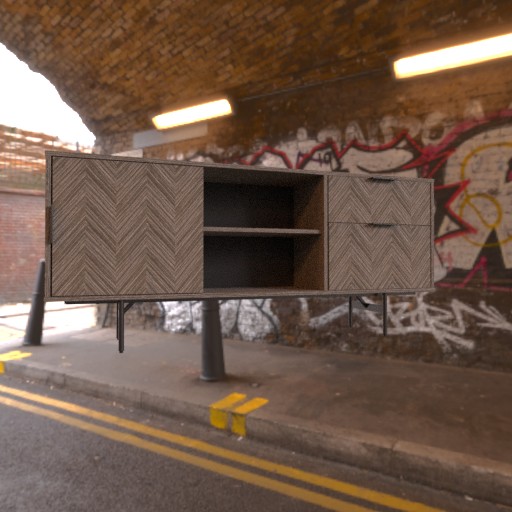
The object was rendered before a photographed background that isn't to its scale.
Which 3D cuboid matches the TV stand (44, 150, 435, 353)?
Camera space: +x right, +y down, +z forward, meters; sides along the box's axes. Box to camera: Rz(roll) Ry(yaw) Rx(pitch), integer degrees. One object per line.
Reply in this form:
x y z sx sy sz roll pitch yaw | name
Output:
0.000 0.000 2.122 1.804 0.787 0.405 0 -1 -19 | TV stand
